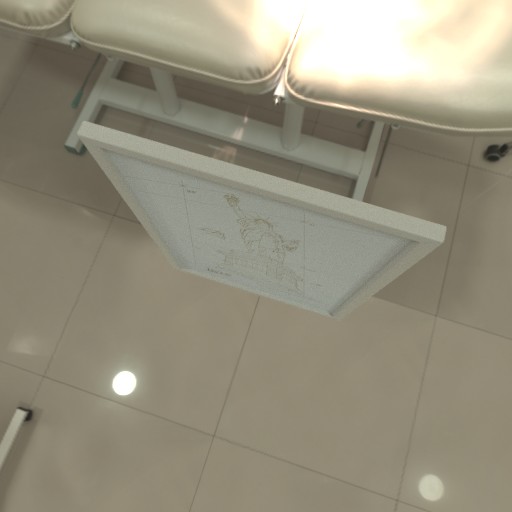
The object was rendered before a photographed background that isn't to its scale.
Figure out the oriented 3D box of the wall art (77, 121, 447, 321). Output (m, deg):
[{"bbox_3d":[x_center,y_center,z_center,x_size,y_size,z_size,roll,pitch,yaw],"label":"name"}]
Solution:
[{"bbox_3d":[0.000,0.000,1.499,0.808,1.183,0.038,17,75,5],"label":"wall art"}]
